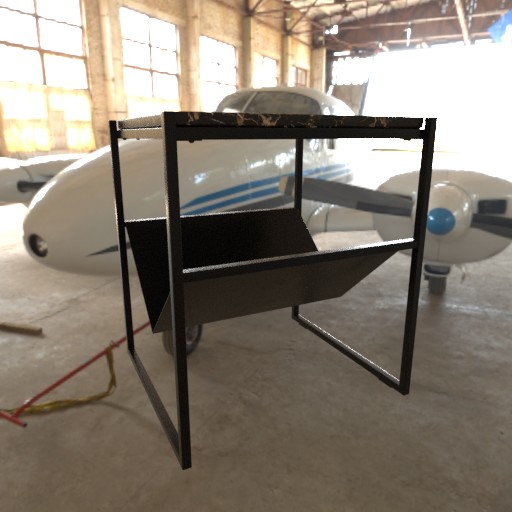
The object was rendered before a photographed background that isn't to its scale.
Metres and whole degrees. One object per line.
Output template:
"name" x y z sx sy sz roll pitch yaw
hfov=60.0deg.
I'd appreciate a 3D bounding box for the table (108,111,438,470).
"table" 0.000 0.000 0.901 0.469 0.534 0.432 -8 17 -26
